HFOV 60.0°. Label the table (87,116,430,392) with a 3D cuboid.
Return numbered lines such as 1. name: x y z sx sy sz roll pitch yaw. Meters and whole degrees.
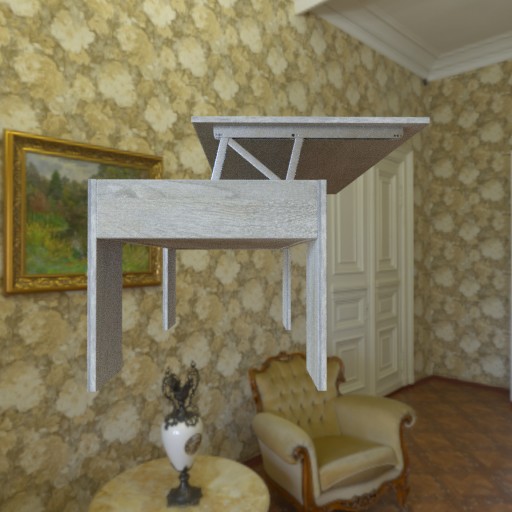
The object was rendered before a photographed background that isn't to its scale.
1. table: 0.000 0.000 1.415 0.711 0.570 1.000 0 -1 -1
